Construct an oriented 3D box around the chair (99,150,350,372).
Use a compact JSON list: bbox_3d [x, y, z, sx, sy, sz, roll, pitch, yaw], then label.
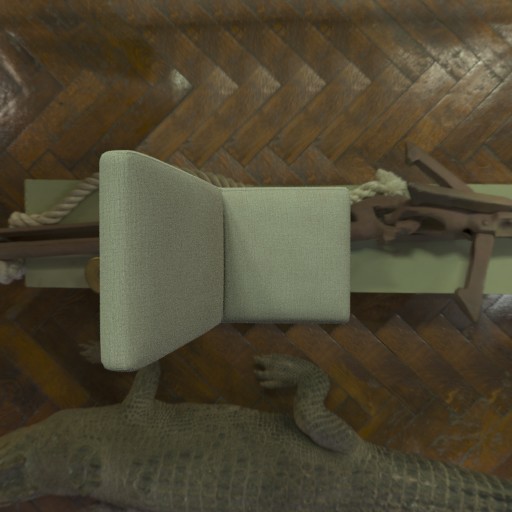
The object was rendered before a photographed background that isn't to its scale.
[{"bbox_3d":[0.000,0.000,1.363,0.611,1.033,0.450,0,91,0],"label":"chair"}]
